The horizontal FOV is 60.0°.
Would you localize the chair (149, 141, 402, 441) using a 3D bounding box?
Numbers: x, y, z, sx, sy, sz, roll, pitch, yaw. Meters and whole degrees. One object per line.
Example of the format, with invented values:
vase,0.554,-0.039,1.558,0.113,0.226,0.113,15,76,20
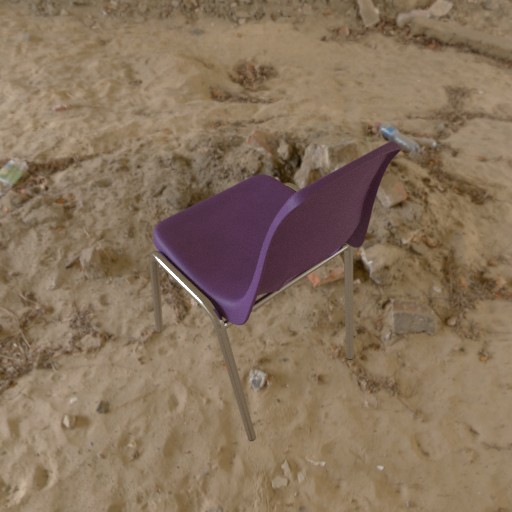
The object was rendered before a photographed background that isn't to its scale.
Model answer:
chair,0.000,0.000,0.957,0.381,0.704,0.432,-31,54,-26
